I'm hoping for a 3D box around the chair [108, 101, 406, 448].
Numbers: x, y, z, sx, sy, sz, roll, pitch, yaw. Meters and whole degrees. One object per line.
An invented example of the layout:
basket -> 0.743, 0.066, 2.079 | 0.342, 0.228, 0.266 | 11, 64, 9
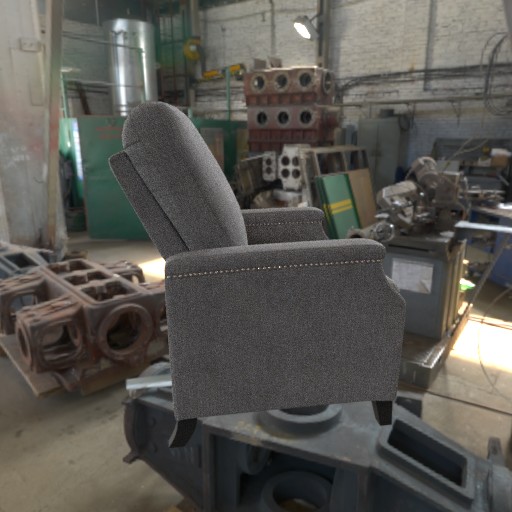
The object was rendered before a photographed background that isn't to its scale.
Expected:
chair -> 0.000, 0.000, 1.638 | 0.922, 1.049, 0.710 | -2, 16, -9
